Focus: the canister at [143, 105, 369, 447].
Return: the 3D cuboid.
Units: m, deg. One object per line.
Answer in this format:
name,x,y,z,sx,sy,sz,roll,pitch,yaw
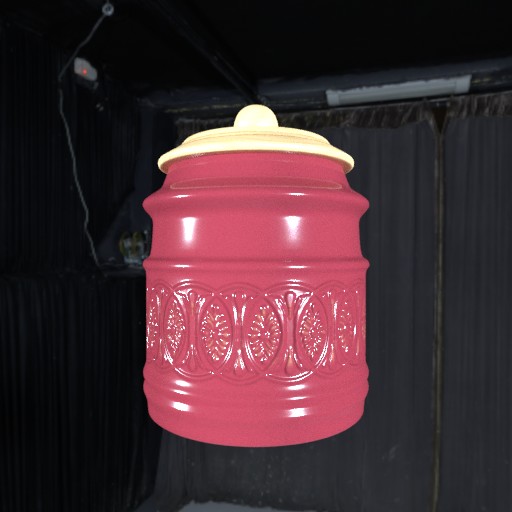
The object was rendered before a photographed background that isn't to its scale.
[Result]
canister,0.000,0.000,0.262,0.130,0.176,0.130,0,1,0
